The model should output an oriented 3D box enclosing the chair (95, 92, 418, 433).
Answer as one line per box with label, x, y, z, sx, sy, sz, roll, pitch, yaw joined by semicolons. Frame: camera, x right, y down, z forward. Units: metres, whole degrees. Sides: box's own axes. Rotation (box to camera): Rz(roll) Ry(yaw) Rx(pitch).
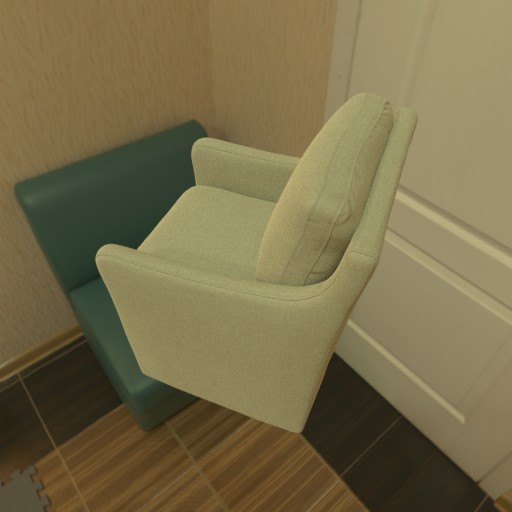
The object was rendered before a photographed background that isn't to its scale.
chair;0.000;0.000;1.346;0.694;0.914;0.626;16;48;15
